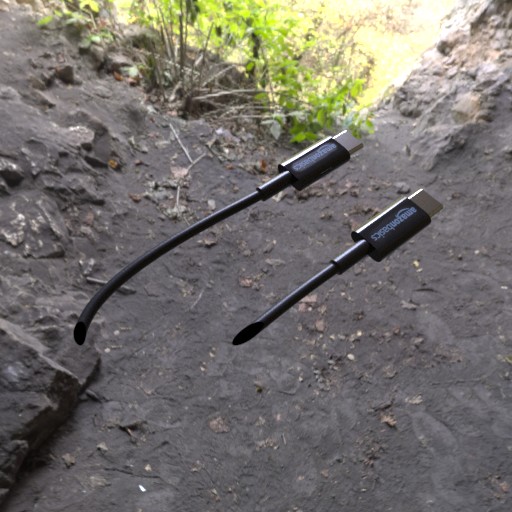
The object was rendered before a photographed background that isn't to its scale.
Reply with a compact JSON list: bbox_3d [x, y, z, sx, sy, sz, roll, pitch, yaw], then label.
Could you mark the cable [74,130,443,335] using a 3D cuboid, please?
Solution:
[{"bbox_3d":[0.000,0.000,0.111,0.098,0.005,0.041,-33,63,-20],"label":"cable"}]
